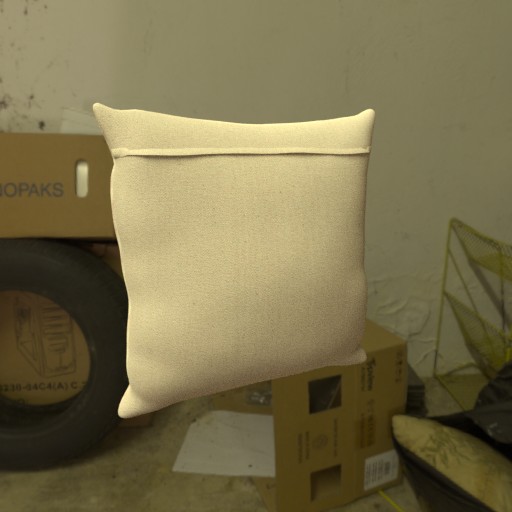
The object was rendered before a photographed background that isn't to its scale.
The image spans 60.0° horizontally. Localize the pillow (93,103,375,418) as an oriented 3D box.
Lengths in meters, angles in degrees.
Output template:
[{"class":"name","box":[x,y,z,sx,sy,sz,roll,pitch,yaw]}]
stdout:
[{"class":"pillow","box":[0.000,0.000,0.677,0.440,0.441,0.182,-7,15,-25]}]
